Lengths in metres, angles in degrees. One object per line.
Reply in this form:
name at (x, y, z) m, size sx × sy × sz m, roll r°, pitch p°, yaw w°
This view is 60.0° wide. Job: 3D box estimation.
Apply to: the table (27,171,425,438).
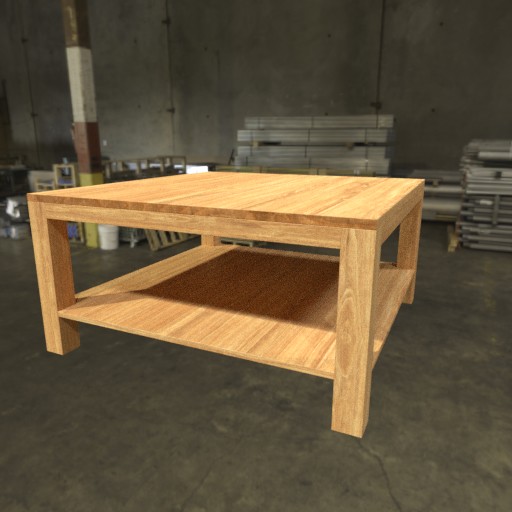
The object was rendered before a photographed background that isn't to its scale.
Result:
table at (0.000, 0.000, 1.422) m, size 0.900 × 0.450 × 0.900 m, roll 7°, pitch 16°, yaw 24°
